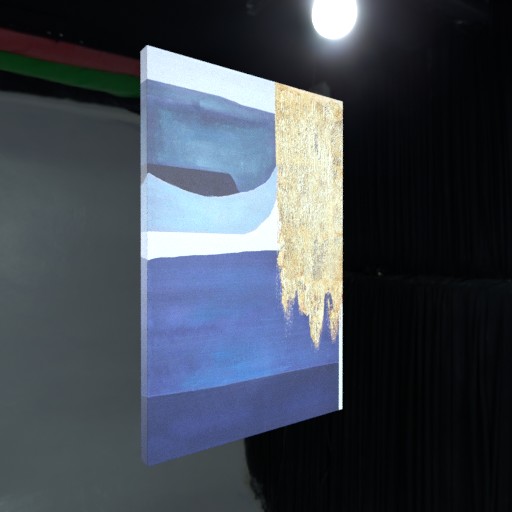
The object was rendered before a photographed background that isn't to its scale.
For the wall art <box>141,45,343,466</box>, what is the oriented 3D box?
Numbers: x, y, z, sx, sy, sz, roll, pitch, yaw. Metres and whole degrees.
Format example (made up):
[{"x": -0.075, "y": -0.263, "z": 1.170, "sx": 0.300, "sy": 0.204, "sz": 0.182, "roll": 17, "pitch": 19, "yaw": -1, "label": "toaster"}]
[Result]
[{"x": 0.000, "y": 0.000, "z": 1.151, "sx": 0.607, "sy": 0.911, "sz": 0.039, "roll": 0, "pitch": 0, "yaw": -36, "label": "wall art"}]
